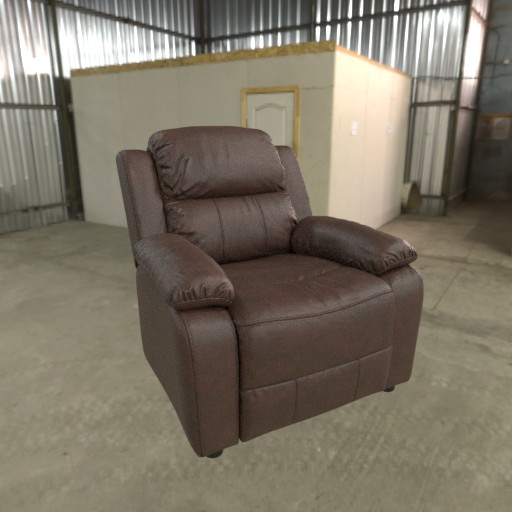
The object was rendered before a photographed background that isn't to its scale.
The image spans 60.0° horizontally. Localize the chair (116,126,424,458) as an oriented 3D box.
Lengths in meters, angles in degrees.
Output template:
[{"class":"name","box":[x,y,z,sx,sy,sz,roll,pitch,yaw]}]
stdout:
[{"class":"chair","box":[0.000,0.000,1.252,0.680,0.702,0.707,-9,19,-27]}]
